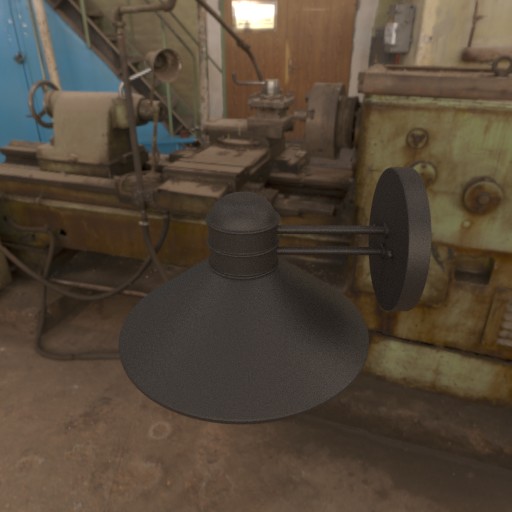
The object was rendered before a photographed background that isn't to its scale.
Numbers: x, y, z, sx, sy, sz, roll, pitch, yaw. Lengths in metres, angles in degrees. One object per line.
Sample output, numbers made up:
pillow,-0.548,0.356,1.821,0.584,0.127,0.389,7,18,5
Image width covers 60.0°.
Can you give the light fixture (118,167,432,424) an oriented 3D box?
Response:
light fixture,0.000,0.000,0.663,0.434,0.265,0.396,0,28,1
